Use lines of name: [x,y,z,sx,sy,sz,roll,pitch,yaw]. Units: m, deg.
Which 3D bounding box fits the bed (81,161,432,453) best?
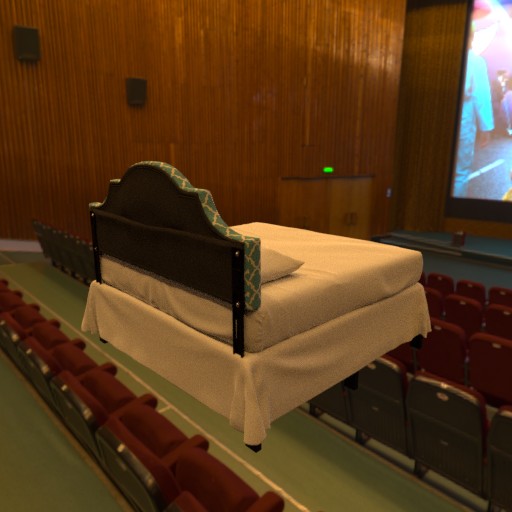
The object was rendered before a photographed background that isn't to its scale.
bed: [0.000,0.000,3.712,2.222,1.601,2.314,-13,19,-42]
